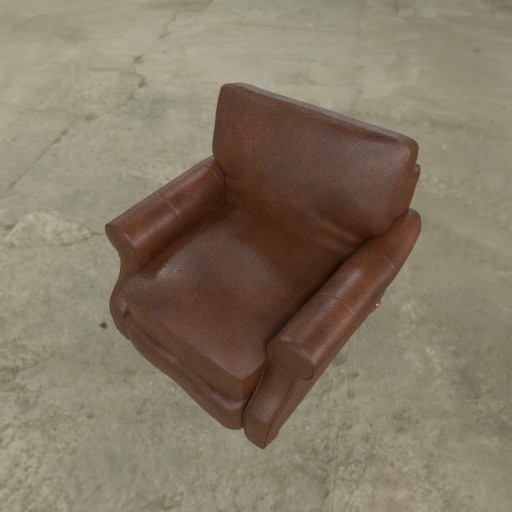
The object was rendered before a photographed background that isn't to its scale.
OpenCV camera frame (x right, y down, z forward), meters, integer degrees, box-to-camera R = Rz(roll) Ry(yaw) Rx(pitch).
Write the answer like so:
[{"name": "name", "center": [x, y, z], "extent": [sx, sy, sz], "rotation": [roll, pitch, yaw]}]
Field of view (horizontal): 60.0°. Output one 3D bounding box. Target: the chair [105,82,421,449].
[{"name": "chair", "center": [0.000, 0.000, 1.744], "extent": [0.989, 0.972, 0.992], "rotation": [30, 53, 26]}]
